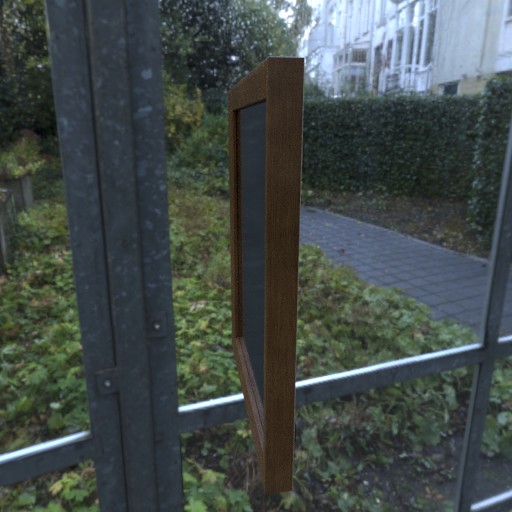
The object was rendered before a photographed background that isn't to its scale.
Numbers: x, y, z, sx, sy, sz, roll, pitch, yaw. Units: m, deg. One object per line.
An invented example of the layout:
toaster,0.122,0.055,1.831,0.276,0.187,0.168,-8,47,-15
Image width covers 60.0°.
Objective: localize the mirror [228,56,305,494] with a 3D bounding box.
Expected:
mirror,0.000,0.000,0.683,0.041,0.508,0.405,-2,16,-9
